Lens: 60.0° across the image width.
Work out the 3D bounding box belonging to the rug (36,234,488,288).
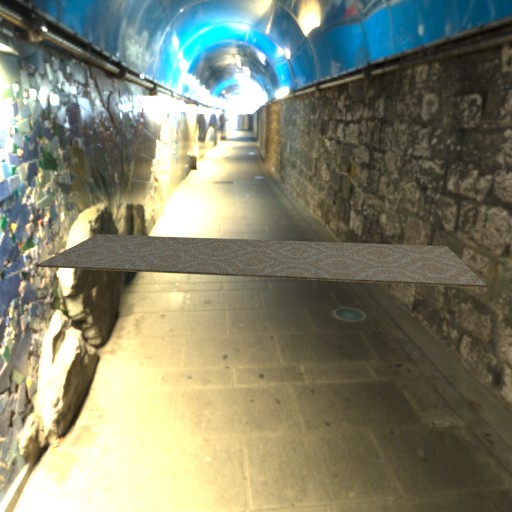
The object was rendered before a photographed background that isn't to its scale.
[{"bbox_3d":[0.000,0.000,2.550,2.289,0.013,0.691,2,17,7],"label":"rug"}]
